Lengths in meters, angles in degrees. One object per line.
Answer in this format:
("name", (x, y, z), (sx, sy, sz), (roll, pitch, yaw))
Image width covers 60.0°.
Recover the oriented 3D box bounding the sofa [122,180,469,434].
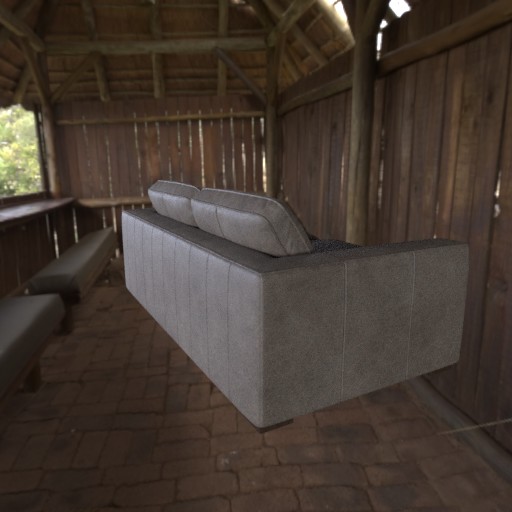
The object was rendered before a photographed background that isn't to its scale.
("sofa", (0.000, 0.000, 2.470), (1.070, 0.800, 1.920), (-7, 15, -28))
